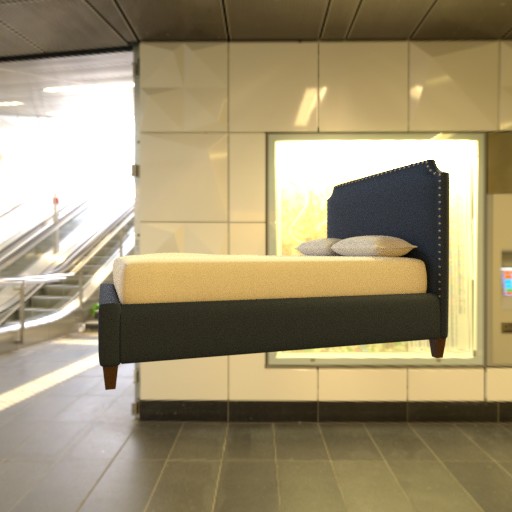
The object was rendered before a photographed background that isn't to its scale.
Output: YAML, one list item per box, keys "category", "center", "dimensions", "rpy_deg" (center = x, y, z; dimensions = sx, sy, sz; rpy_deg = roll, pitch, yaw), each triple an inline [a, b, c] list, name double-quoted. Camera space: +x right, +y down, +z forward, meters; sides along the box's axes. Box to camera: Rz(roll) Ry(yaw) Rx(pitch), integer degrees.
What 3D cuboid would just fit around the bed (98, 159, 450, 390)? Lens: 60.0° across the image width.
- category: "bed"
  center: [0.000, 0.000, 3.551]
  dimensions: [2.372, 1.443, 1.712]
  rpy_deg: [0, 1, -19]
